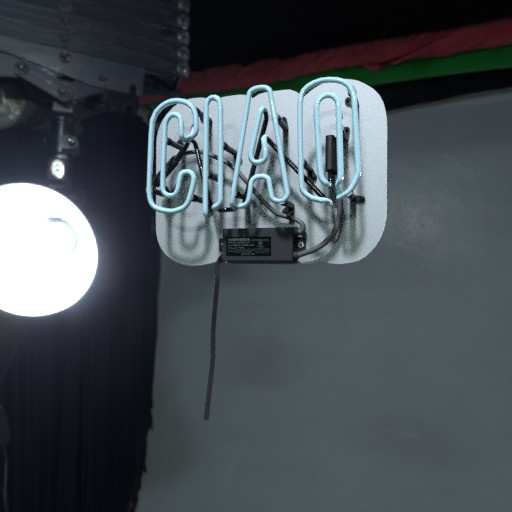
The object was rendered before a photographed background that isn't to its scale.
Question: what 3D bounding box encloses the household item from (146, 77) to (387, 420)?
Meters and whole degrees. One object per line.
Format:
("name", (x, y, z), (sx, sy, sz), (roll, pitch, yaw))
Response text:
("household item", (0.000, 0.000, 0.374), (0.211, 0.294, 0.042), (0, 0, 18))
